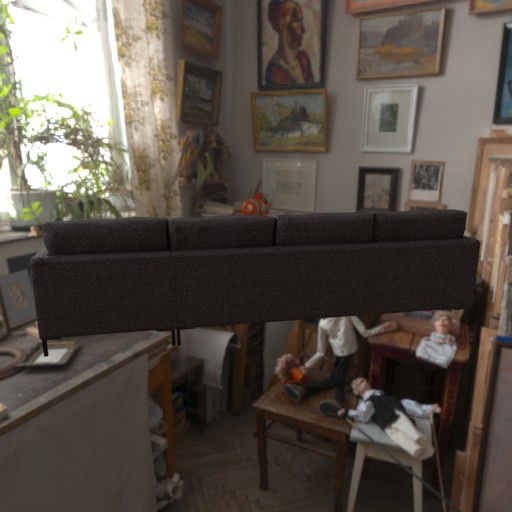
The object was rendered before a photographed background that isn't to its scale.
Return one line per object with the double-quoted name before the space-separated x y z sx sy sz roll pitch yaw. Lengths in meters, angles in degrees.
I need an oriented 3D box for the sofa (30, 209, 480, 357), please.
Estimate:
"sofa" 0.000 0.000 3.783 3.221 0.892 1.483 -3 14 -10
